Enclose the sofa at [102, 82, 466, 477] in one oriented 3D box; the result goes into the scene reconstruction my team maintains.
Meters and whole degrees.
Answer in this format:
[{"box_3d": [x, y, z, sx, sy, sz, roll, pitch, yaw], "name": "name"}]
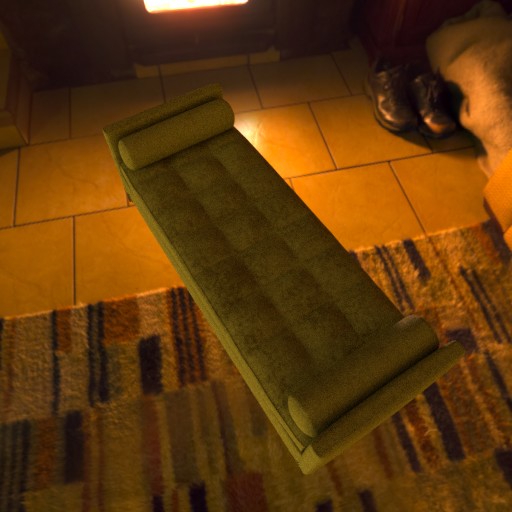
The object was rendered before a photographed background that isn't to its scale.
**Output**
[{"box_3d": [0.000, 0.000, 2.461, 0.797, 0.657, 2.102, -29, 62, -17], "name": "sofa"}]
